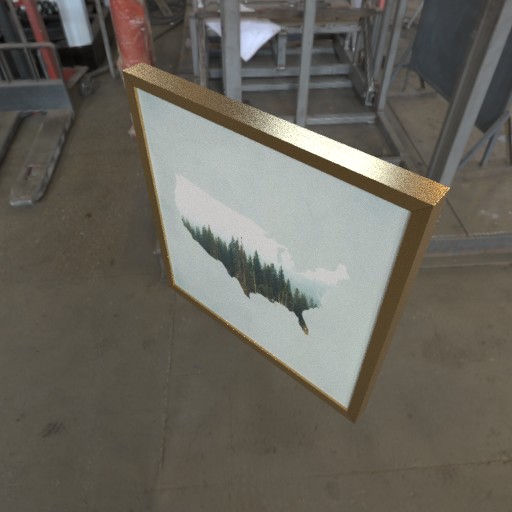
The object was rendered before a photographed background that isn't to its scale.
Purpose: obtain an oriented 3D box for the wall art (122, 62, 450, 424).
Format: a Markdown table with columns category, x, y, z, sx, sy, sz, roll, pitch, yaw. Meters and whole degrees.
| category | x | y | z | sx | sy | sz | roll | pitch | yaw |
| --- | --- | --- | --- | --- | --- | --- | --- | --- | --- |
| wall art | 0.000 | 0.000 | 0.757 | 0.509 | 0.509 | 0.040 | 31 | 53 | 27 |
